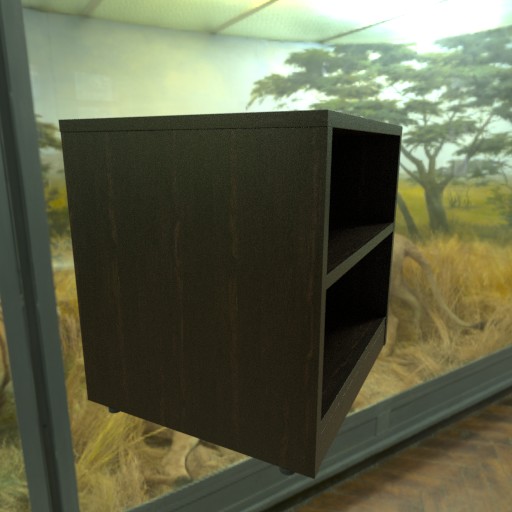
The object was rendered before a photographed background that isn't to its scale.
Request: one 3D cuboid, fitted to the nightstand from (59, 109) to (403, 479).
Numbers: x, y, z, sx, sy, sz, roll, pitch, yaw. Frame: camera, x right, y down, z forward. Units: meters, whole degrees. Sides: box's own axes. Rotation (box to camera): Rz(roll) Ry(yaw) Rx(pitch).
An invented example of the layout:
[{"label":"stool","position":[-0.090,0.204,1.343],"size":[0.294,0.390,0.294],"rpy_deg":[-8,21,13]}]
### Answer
[{"label":"nightstand","position":[0.000,0.000,0.850],"size":[0.427,0.487,0.489],"rpy_deg":[7,16,26]}]
